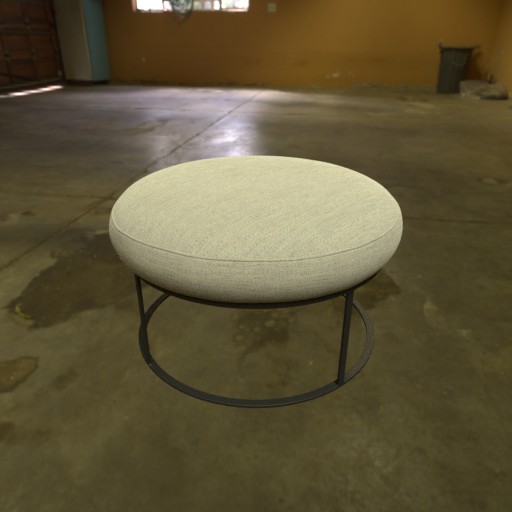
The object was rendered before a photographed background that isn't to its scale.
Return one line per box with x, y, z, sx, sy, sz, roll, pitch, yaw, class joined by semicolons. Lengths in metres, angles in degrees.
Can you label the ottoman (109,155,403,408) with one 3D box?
0.000;0.000;1.268;0.769;0.459;0.769;0;26;0;ottoman
